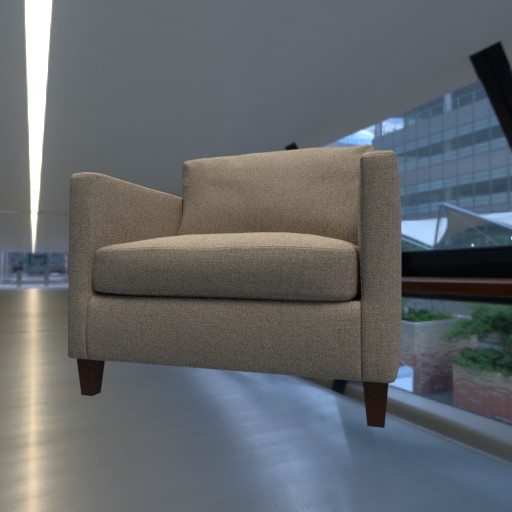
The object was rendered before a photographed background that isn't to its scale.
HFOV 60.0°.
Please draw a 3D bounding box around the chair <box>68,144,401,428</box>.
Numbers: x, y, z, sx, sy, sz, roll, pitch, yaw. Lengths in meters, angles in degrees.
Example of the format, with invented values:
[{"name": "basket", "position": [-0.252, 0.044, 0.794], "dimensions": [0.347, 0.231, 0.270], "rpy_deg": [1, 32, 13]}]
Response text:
[{"name": "chair", "position": [0.000, 0.000, 1.777], "dimensions": [1.107, 0.961, 0.959], "rpy_deg": [0, -1, 18]}]
